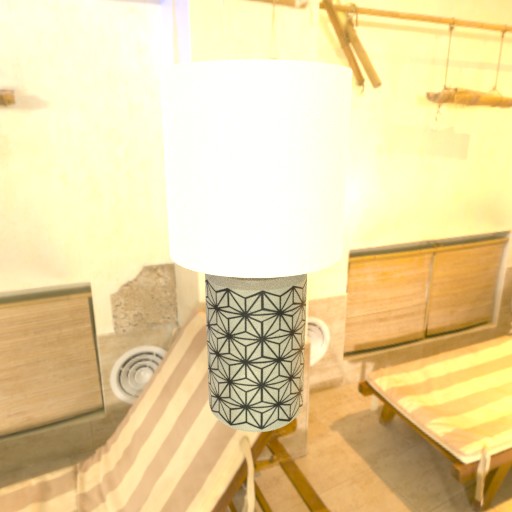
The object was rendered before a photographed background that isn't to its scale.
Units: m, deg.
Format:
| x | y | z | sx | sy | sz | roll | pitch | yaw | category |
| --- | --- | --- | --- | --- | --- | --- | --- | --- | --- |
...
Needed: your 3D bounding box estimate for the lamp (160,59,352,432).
| x | y | z | sx | sy | sz | roll | pitch | yaw | category |
| --- | --- | --- | --- | --- | --- | --- | --- | --- | --- |
| 0.000 | 0.000 | 0.542 | 0.206 | 0.416 | 0.206 | -7 | 18 | -24 | lamp |
